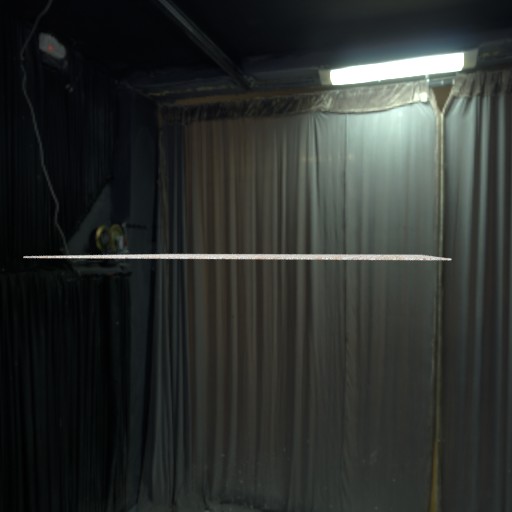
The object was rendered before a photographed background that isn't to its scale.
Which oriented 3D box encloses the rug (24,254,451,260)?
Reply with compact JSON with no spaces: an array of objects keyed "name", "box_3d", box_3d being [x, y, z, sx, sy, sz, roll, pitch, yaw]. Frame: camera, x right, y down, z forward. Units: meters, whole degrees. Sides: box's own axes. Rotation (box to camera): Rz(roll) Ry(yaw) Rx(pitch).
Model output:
[{"name":"rug","box_3d":[0.000,0.000,3.942,2.939,0.009,2.313,0,1,17]}]
